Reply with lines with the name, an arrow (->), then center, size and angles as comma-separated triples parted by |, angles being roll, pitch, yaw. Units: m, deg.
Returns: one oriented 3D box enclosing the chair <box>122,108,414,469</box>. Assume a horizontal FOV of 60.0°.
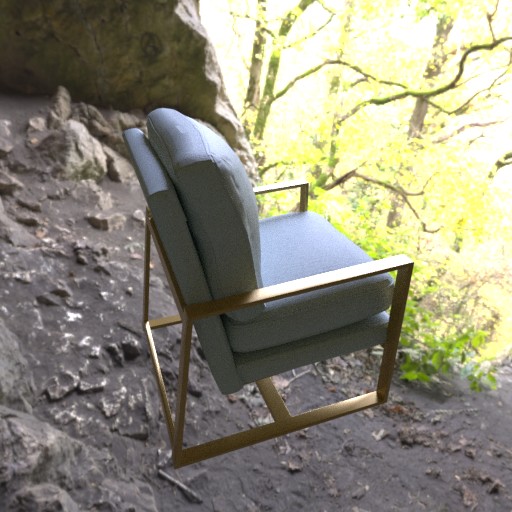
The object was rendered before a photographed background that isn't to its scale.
chair -> 0.000, 0.000, 1.560 | 0.813, 0.956, 0.758 | -10, 31, -17
